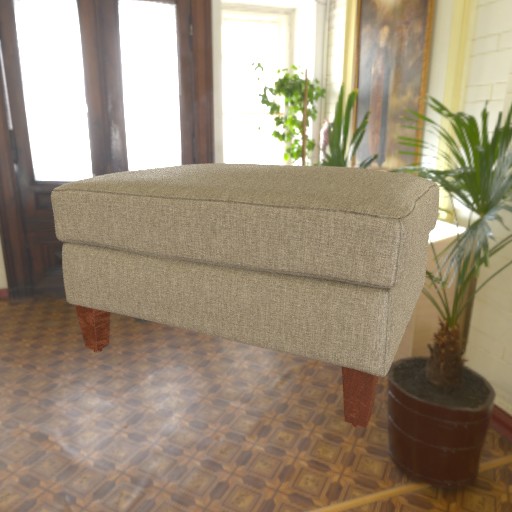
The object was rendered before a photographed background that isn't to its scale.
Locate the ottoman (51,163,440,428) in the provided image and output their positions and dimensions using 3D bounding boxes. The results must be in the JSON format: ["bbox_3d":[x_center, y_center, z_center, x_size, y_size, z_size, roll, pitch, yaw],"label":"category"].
[{"bbox_3d":[0.000,0.000,1.225,0.873,0.494,0.639,8,17,25],"label":"ottoman"}]
